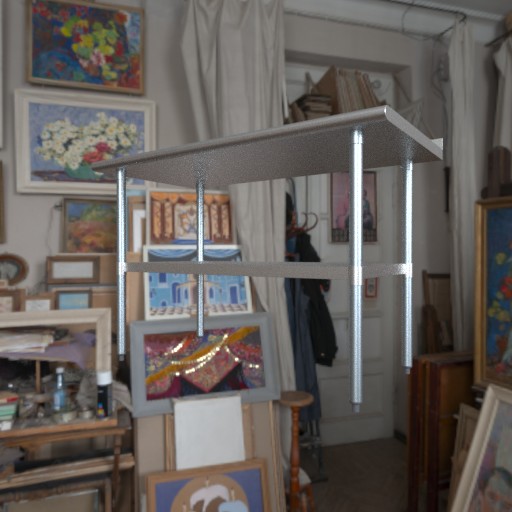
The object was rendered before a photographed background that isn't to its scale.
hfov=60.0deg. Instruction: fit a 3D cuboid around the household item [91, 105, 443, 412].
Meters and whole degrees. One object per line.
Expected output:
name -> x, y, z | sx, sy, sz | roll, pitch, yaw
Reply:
household item -> 0.000, 0.000, 1.706 | 1.219, 0.851, 0.610 | 0, 0, 35
